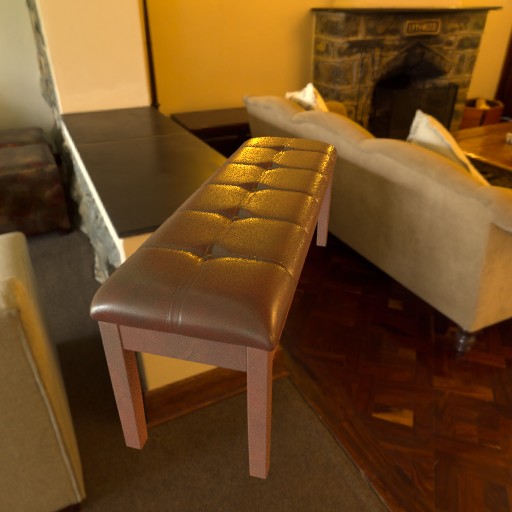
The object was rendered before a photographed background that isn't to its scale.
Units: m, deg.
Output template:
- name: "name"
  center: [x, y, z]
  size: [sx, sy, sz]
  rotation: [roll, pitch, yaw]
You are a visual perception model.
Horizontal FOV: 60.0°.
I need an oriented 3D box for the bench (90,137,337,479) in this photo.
- name: "bench"
  center: [0.000, 0.000, 1.484]
  size: [0.401, 0.491, 1.259]
  rotation: [7, 31, 12]
